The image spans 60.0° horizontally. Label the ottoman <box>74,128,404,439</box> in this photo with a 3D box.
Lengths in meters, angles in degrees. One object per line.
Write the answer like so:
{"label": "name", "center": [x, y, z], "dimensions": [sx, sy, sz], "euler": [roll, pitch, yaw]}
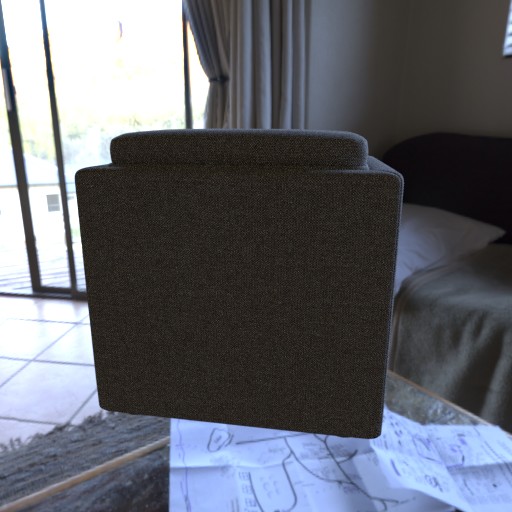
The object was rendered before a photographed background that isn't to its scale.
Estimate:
{"label": "ottoman", "center": [0.000, 0.000, 0.834], "dimensions": [0.450, 0.460, 0.450], "euler": [3, 16, 9]}
